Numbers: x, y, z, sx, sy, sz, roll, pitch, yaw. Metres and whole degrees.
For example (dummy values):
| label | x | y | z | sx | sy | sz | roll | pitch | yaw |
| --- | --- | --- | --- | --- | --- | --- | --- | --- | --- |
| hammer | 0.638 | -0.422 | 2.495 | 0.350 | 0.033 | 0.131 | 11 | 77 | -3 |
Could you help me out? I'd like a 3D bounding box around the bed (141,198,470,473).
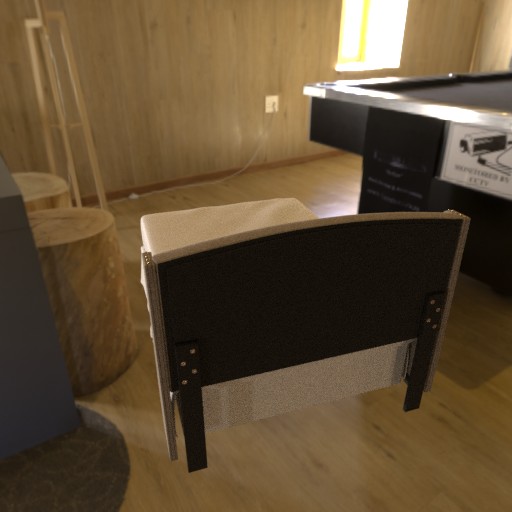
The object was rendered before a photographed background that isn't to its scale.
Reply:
| label | x | y | z | sx | sy | sz | roll | pitch | yaw |
| --- | --- | --- | --- | --- | --- | --- | --- | --- | --- |
| bed | 0.000 | 0.000 | 3.328 | 1.710 | 1.407 | 2.237 | -9 | 29 | -16 |
